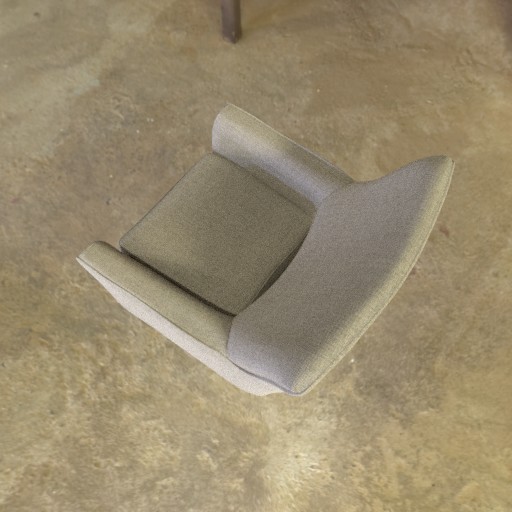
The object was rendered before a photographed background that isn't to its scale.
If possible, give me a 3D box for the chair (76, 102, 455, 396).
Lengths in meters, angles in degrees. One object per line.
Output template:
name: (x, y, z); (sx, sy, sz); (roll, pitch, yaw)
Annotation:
chair: (0.000, 0.000, 1.748); (0.993, 1.047, 0.887); (33, 69, 14)
